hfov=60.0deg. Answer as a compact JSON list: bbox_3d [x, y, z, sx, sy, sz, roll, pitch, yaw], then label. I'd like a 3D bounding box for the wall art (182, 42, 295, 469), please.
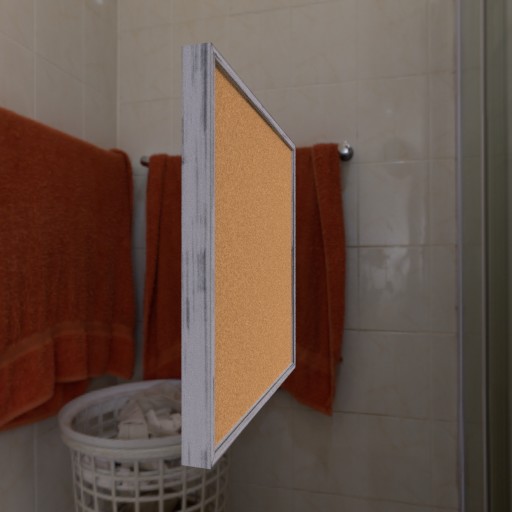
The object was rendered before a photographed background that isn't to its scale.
[{"bbox_3d":[0.000,0.000,0.772,0.038,0.506,0.506,0,0,16],"label":"wall art"}]
